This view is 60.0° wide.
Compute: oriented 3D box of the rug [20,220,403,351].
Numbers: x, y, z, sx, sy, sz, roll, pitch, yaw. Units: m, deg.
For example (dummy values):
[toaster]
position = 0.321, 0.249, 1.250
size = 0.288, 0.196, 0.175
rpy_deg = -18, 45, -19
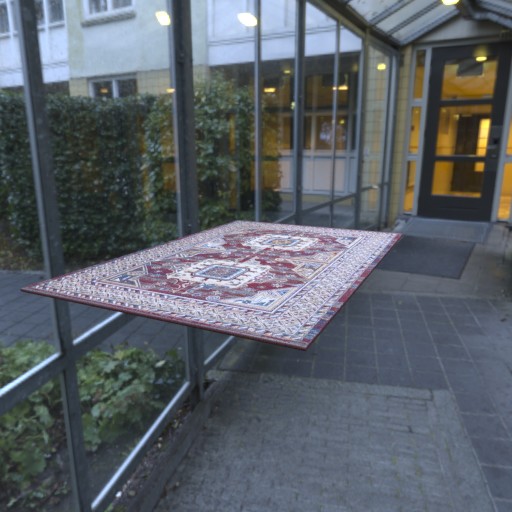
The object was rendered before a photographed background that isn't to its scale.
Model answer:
[rug]
position = 0.000, 0.000, 5.796
size = 3.033, 0.033, 4.578
rpy_deg = 7, 16, 25
